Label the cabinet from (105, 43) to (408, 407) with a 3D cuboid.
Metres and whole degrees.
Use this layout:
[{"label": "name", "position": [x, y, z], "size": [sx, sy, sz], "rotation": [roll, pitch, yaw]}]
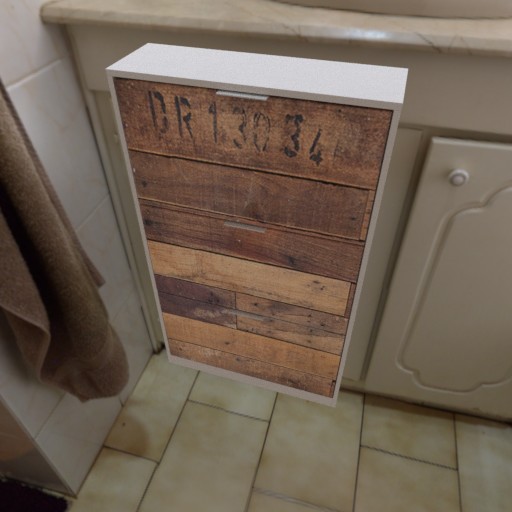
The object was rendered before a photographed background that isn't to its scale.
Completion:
[{"label": "cabinet", "position": [0.000, 0.000, 1.566], "size": [0.750, 1.280, 0.250], "rotation": [12, 43, 13]}]
